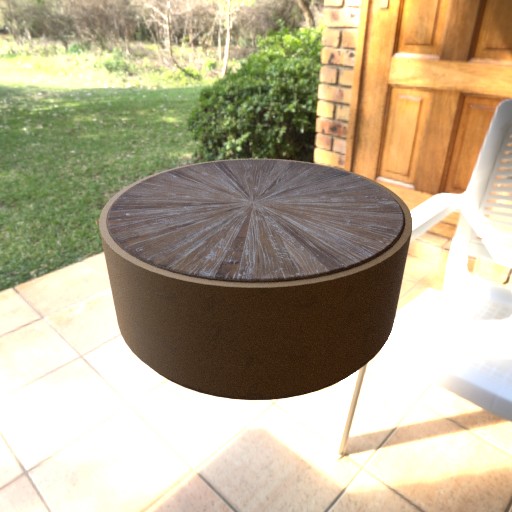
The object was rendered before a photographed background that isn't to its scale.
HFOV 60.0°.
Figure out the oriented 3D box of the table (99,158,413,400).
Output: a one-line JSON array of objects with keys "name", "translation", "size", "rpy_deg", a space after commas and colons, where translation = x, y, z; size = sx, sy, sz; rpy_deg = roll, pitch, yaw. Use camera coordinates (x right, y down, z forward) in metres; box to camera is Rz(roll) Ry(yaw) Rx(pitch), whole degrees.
[{"name": "table", "translation": [0.000, 0.000, 1.576], "size": [1.001, 0.409, 1.001], "rpy_deg": [0, 30, 0]}]
